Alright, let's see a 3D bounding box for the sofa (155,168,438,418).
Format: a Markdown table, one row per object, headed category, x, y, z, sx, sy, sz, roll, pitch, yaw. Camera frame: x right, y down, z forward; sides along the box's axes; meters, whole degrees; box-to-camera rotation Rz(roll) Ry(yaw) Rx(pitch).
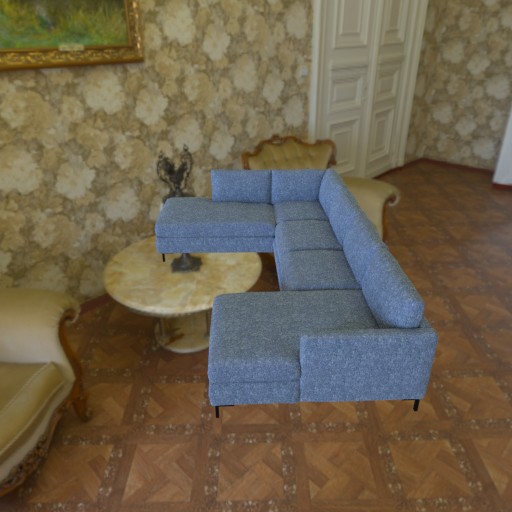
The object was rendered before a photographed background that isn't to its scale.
| category | x | y | z | sx | sy | sz | roll | pitch | yaw |
| --- | --- | --- | --- | --- | --- | --- | --- | --- | --- |
| sofa | 0.000 | 0.000 | 3.610 | 1.879 | 0.756 | 2.737 | -1 | 27 | -2 |
